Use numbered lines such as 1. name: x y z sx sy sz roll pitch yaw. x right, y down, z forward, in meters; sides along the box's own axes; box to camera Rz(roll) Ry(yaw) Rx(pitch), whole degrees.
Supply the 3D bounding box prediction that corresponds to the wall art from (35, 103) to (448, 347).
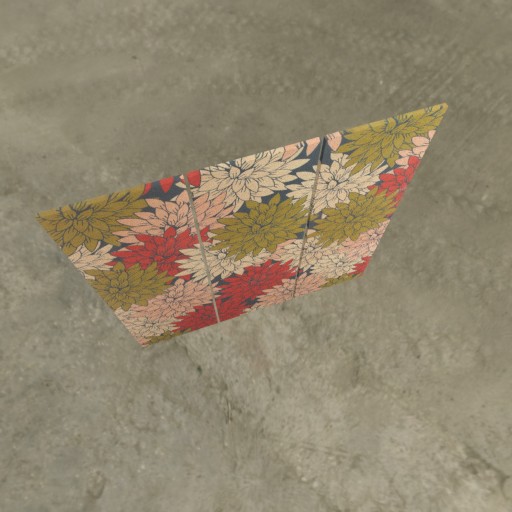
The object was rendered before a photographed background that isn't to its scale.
1. wall art: 0.000 0.000 1.332 0.904 0.913 0.013 -17 64 -9
